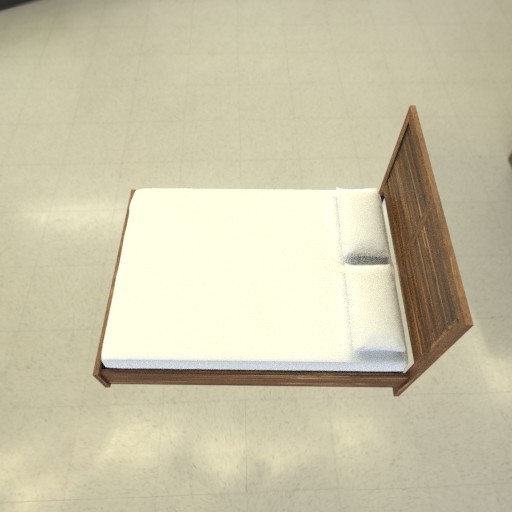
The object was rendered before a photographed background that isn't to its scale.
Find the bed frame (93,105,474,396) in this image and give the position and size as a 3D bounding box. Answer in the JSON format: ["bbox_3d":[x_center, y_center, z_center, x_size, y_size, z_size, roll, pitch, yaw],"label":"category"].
[{"bbox_3d":[0.000,0.000,3.344,2.276,1.417,1.696,1,58,0],"label":"bed frame"}]
